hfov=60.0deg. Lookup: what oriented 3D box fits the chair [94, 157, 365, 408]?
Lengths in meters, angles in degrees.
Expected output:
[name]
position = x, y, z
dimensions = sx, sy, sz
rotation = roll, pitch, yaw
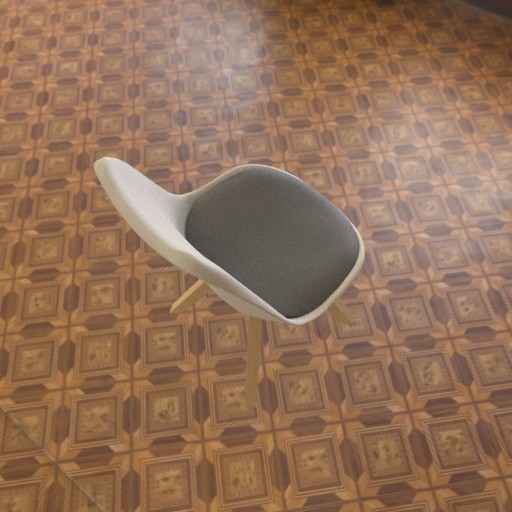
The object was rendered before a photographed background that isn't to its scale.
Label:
[chair]
position = 0.000, 0.000, 1.168
dimensions = 0.550, 0.850, 0.485
rotation = -36, 66, -19
